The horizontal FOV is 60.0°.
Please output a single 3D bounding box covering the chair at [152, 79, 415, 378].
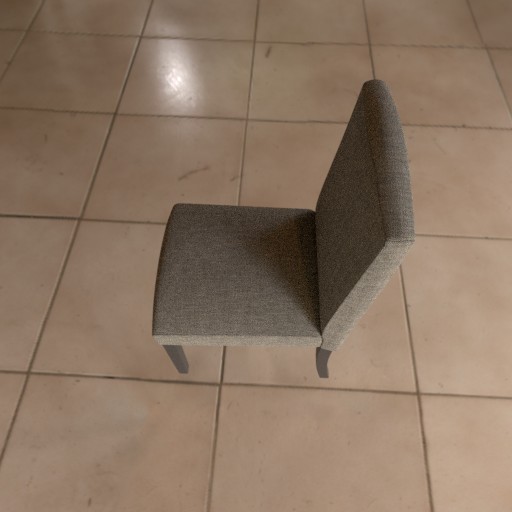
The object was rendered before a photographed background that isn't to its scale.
[{"bbox_3d":[0.000,0.000,1.250,0.580,0.917,0.451,2,58,1],"label":"chair"}]
